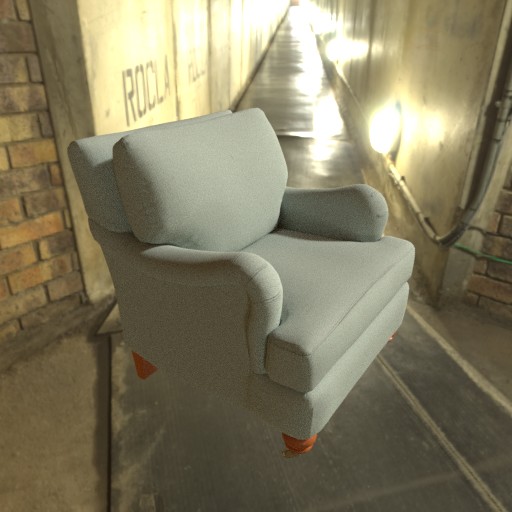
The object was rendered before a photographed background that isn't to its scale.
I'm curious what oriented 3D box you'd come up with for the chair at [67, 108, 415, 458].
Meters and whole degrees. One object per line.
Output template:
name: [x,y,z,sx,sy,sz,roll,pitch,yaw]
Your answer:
chair: [0.000,0.000,1.819,1.070,1.038,0.955,18,32,32]
